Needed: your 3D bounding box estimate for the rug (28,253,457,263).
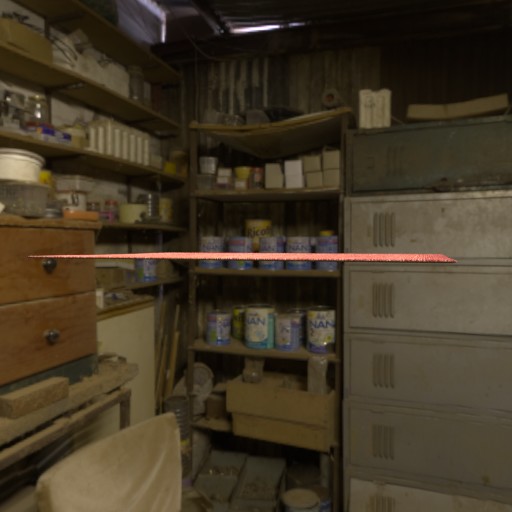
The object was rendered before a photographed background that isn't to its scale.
[{"bbox_3d":[0.000,0.000,2.195,1.747,0.011,1.139,0,1,21],"label":"rug"}]
